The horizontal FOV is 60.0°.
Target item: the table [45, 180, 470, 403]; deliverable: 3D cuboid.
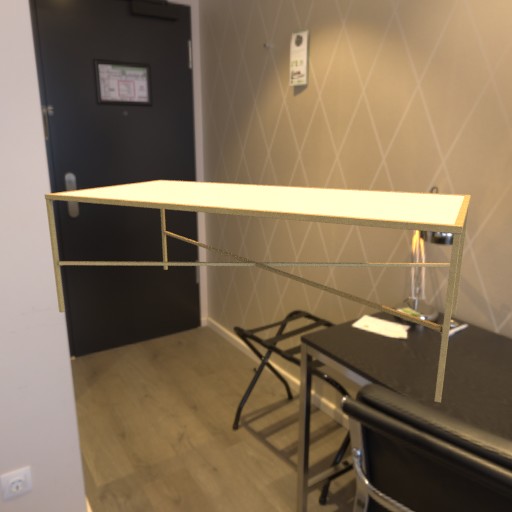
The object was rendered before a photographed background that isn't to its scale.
[{"bbox_3d":[0.000,0.000,1.443,1.206,0.398,0.580,7,16,26],"label":"table"}]
